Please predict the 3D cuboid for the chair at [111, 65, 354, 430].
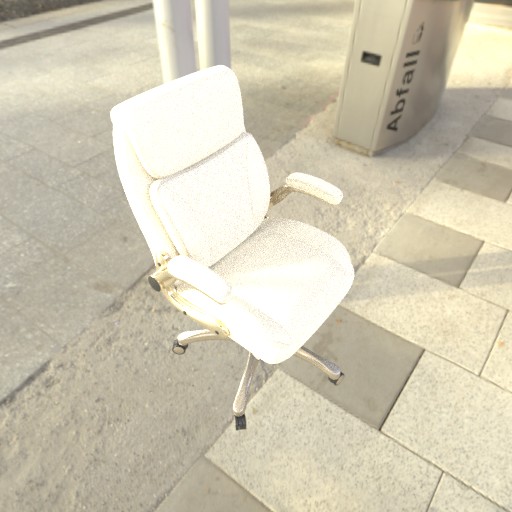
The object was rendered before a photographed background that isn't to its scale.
[{"bbox_3d":[0.000,0.000,1.633,0.794,1.110,0.740,24,47,25],"label":"chair"}]
